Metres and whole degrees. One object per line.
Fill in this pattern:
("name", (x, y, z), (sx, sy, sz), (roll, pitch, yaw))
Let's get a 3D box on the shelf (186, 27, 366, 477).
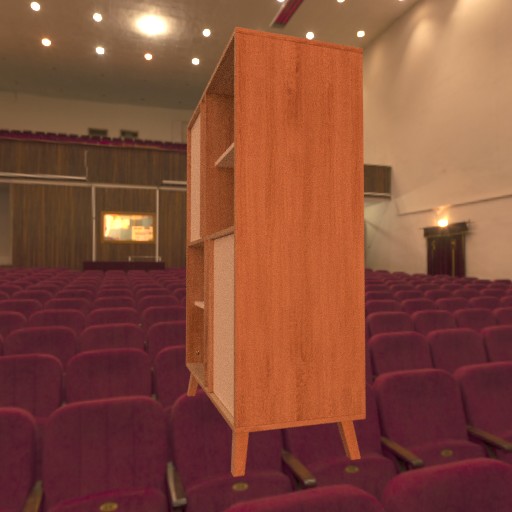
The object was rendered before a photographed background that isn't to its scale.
("shelf", (0.000, 0.000, 1.897), (0.450, 1.390, 1.000), (1, -2, -17))
